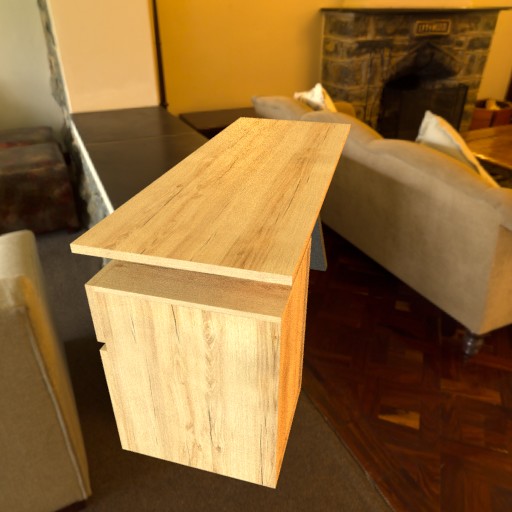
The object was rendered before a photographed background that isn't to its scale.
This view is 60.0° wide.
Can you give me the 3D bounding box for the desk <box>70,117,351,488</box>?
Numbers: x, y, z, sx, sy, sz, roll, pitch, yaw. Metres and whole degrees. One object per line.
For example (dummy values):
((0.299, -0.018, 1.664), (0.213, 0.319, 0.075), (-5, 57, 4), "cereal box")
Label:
((0.000, 0.000, 1.787), (0.550, 0.760, 1.400), (8, 31, 13), "desk")
